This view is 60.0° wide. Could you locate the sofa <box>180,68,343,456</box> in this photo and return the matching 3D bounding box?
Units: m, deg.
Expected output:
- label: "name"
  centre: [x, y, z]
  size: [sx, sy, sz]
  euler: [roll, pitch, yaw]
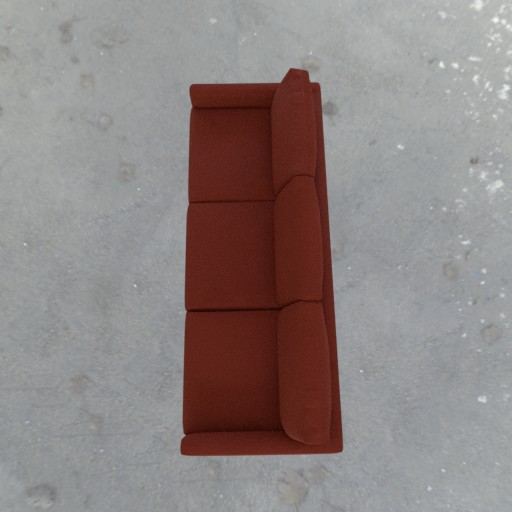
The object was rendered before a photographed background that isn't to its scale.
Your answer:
- label: "sofa"
  centre: [0.000, 0.000, 2.751]
  size: [0.875, 0.879, 2.252]
  euler: [-1, 75, 0]
